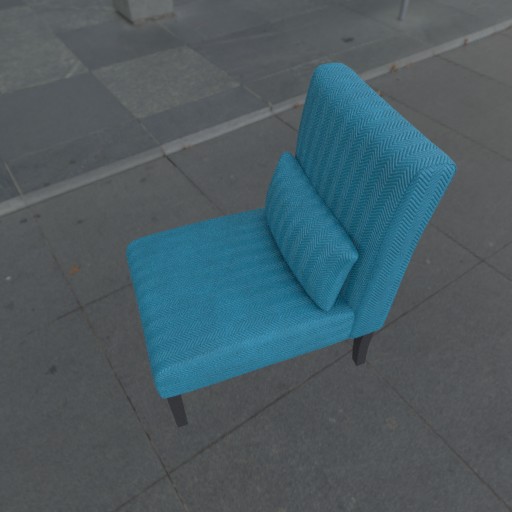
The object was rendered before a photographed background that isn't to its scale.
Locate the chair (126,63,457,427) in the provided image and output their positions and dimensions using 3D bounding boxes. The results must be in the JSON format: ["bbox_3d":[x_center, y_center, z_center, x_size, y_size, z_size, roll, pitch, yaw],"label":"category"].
[{"bbox_3d":[0.000,0.000,1.434,0.808,0.927,0.579,-15,49,-13],"label":"chair"}]
